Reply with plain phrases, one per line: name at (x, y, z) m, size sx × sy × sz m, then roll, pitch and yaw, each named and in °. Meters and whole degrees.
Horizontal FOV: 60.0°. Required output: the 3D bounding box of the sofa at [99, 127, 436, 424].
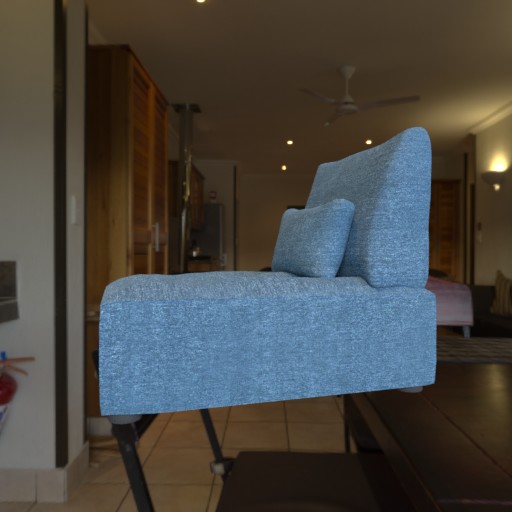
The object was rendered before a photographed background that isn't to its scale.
sofa at (0.000, 0.000, 1.535) m, size 1.000 × 0.820 × 0.700 m, roll 0°, pitch 0°, yaw -17°
